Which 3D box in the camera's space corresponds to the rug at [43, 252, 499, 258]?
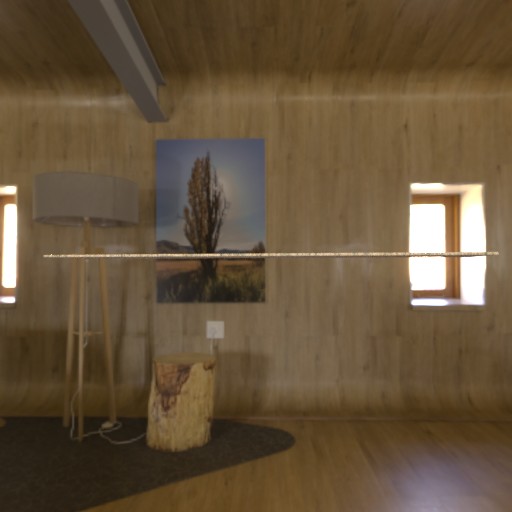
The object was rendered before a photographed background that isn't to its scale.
[{"bbox_3d":[0.000,0.000,2.478,2.290,0.014,0.700,0,-1,17],"label":"rug"}]
